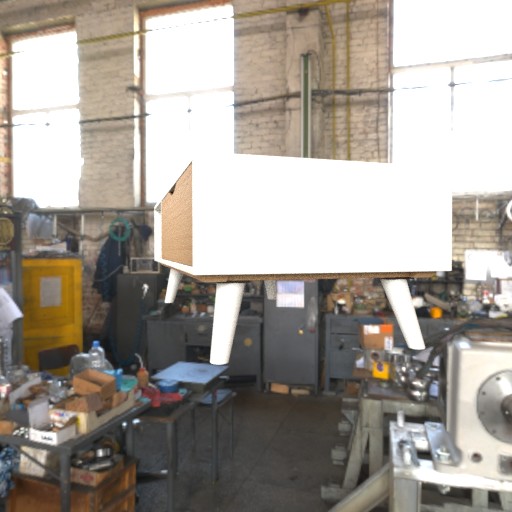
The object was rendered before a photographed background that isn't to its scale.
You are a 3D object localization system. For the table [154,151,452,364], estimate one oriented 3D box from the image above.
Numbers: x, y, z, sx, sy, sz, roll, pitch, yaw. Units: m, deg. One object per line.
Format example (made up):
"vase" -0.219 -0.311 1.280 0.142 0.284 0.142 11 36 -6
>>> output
"table" 0.000 0.000 1.530 0.609 0.432 1.194 0 1 -17
